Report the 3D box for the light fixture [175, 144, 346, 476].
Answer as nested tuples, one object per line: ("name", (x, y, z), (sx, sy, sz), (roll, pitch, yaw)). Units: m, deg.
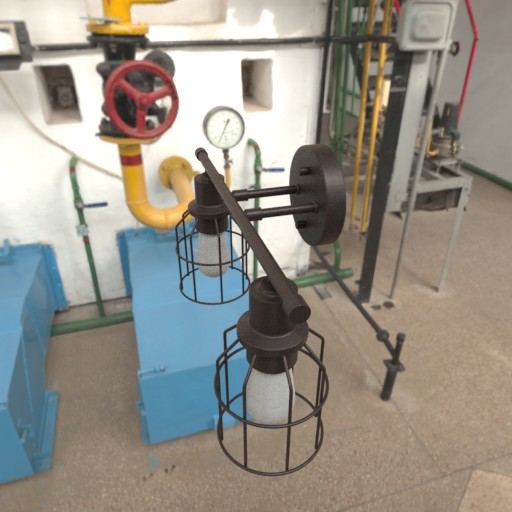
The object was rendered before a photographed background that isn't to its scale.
("light fixture", (0.000, 0.000, 0.531), (0.165, 0.254, 0.406), (-8, 31, -14))
